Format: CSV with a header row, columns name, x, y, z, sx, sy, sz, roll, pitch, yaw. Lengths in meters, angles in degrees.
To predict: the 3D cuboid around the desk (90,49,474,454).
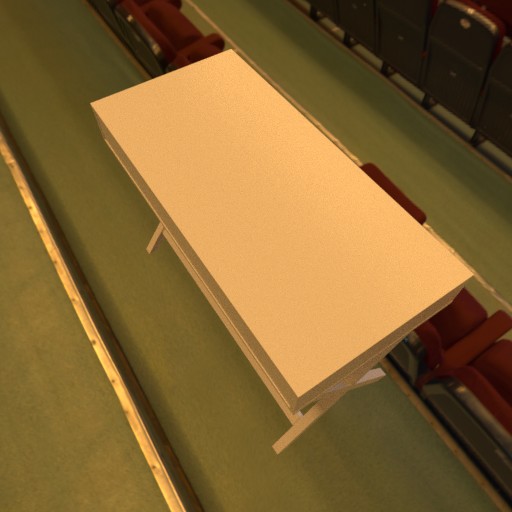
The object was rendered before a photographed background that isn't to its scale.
name,x,y,z,sx,sy,sz,roll,pitch,yaw
desk,0.000,0.000,1.510,0.509,0.780,1.059,-29,62,-17
